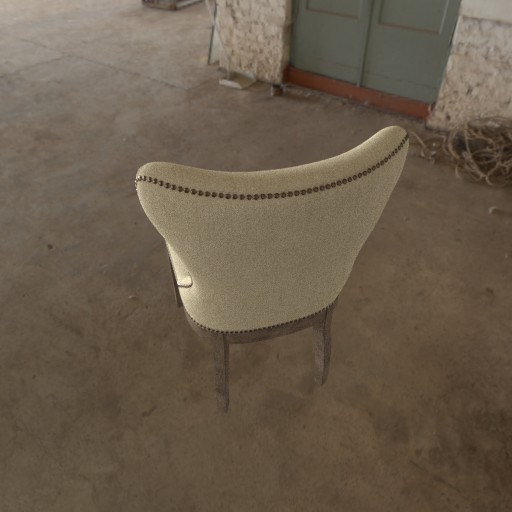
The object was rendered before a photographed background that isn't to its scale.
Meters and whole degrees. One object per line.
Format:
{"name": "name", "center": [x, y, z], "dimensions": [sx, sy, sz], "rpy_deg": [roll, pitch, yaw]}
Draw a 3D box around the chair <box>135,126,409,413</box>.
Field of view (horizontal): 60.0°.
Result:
{"name": "chair", "center": [0.000, 0.000, 1.452], "dimensions": [0.654, 1.002, 0.681], "rpy_deg": [-12, 44, -13]}
